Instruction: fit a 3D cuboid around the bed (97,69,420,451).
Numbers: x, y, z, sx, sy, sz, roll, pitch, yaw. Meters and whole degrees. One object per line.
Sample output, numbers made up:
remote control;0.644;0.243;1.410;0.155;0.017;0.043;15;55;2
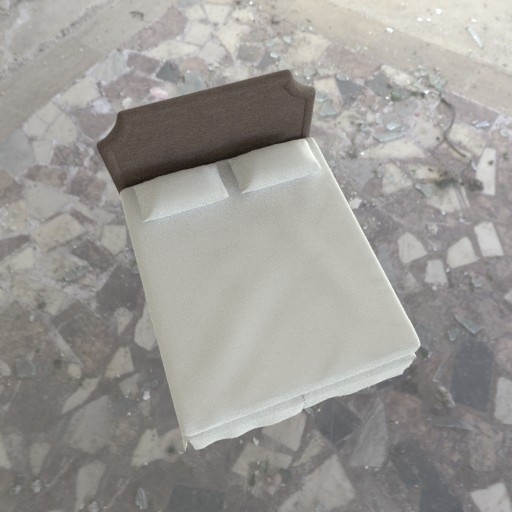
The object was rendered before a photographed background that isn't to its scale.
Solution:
bed;0.000;0.000;4.160;2.350;1.590;2.773;-18;65;-8
